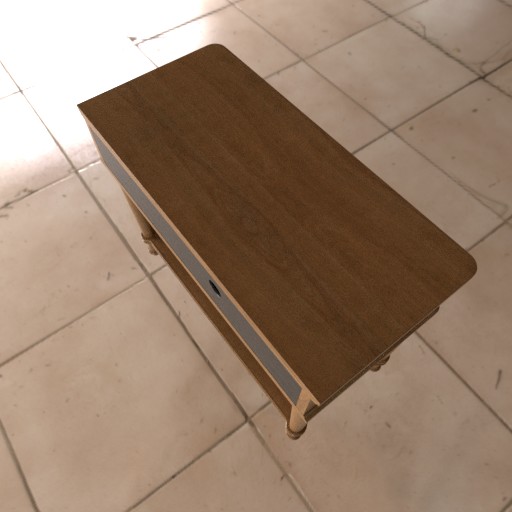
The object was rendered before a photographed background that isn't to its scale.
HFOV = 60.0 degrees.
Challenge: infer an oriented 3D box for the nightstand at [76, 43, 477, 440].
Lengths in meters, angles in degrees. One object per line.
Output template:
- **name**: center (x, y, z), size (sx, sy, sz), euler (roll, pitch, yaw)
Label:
- **nightstand**: center (0.000, 0.000, 1.289), size (0.432, 0.700, 0.914), euler (-33, 65, -18)
